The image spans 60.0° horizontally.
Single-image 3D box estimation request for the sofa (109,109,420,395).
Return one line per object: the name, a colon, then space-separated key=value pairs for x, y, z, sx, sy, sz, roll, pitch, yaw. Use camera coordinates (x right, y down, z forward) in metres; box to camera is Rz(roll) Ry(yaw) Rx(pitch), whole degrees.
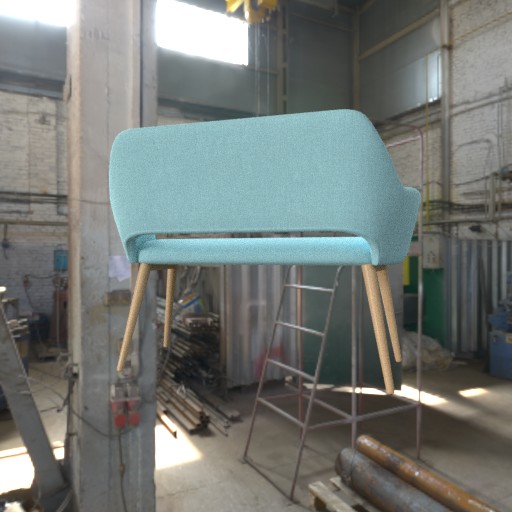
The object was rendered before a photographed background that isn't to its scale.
sofa: x=0.000 y=0.000 z=1.637 sx=1.150 sy=0.840 sz=0.610 roll=0 pitch=0 yaw=16
